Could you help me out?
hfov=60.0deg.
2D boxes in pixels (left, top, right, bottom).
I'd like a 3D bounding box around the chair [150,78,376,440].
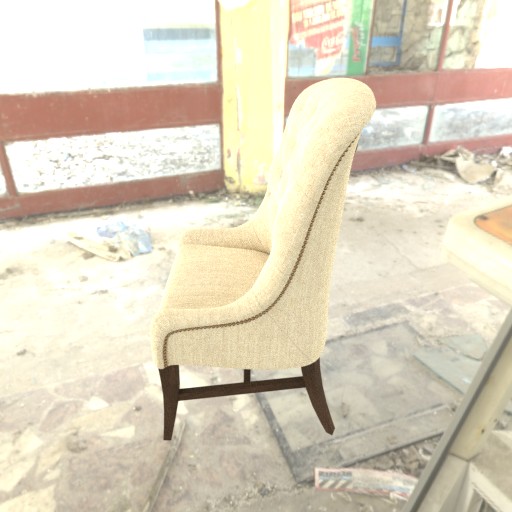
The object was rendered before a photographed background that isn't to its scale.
[{"bbox_3d":[0.000,0.000,1.476,0.629,1.091,0.634,0,28,0],"label":"chair"}]
